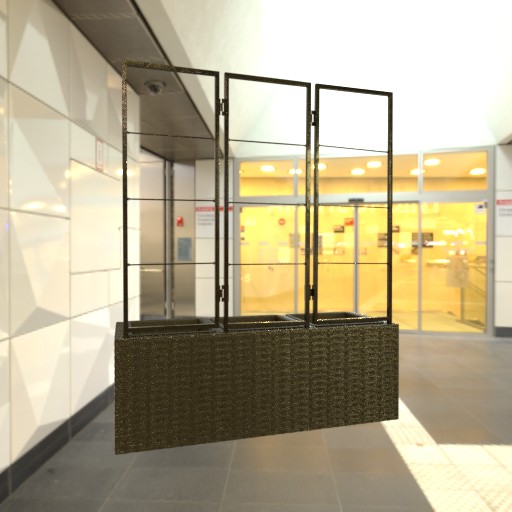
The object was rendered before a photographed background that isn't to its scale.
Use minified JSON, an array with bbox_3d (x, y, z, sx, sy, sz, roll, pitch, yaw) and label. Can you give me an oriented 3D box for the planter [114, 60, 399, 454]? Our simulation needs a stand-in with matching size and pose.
[{"bbox_3d":[0.000,0.000,1.149,0.698,0.841,0.244,0,1,-17],"label":"planter"}]
